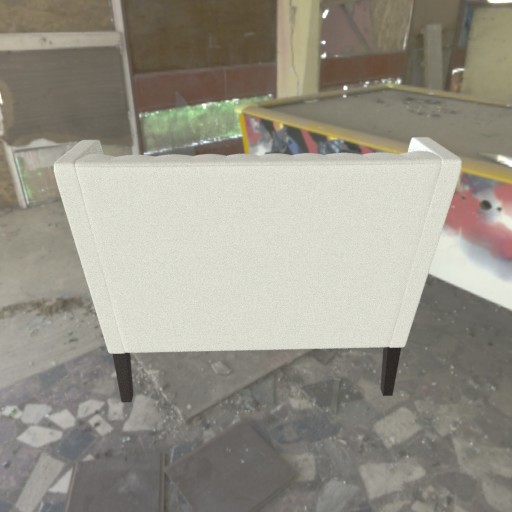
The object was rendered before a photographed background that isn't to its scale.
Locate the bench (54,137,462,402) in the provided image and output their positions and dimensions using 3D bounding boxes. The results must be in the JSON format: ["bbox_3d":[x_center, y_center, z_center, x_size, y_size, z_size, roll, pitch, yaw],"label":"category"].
[{"bbox_3d":[0.000,0.000,1.984,1.280,1.123,0.847,-1,29,-2],"label":"bench"}]
